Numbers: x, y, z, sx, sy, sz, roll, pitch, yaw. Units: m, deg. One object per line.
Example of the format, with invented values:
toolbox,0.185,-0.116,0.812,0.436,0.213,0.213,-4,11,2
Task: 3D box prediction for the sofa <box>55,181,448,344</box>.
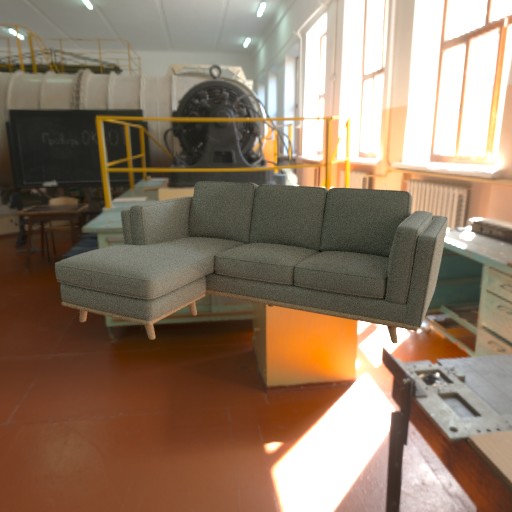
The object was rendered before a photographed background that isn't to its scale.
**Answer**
sofa,0.000,0.000,3.201,2.411,0.929,1.604,7,16,26
